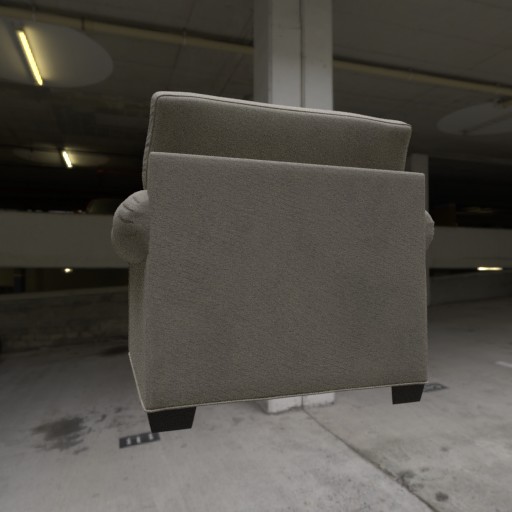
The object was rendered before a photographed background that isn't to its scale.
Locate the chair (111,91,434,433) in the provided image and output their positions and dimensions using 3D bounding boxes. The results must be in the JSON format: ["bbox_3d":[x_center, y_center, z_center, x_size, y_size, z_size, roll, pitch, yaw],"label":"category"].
[{"bbox_3d":[0.000,0.000,1.852,1.147,1.044,0.939,0,-1,-19],"label":"chair"}]
